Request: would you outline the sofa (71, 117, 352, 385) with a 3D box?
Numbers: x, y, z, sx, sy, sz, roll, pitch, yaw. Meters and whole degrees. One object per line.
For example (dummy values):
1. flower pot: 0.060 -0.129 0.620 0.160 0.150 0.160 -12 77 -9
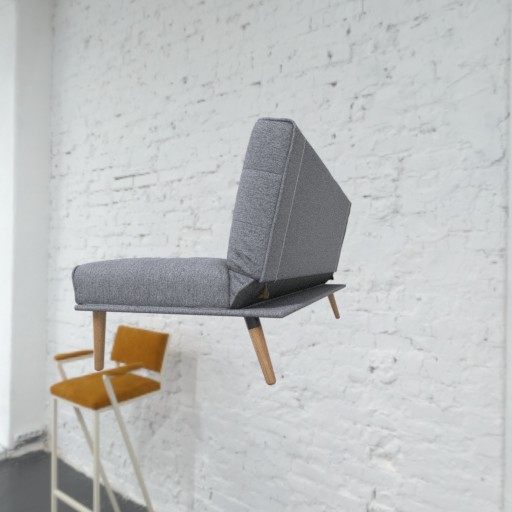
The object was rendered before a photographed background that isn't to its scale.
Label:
1. sofa: 0.000 0.000 2.287 0.810 0.830 1.820 0 -1 17
